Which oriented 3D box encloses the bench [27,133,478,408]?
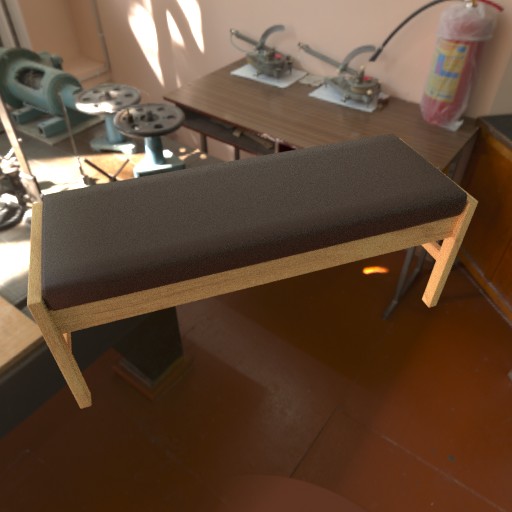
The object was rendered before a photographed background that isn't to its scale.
[{"bbox_3d":[0.000,0.000,1.394,1.200,0.480,0.405,-13,44,-14],"label":"bench"}]
